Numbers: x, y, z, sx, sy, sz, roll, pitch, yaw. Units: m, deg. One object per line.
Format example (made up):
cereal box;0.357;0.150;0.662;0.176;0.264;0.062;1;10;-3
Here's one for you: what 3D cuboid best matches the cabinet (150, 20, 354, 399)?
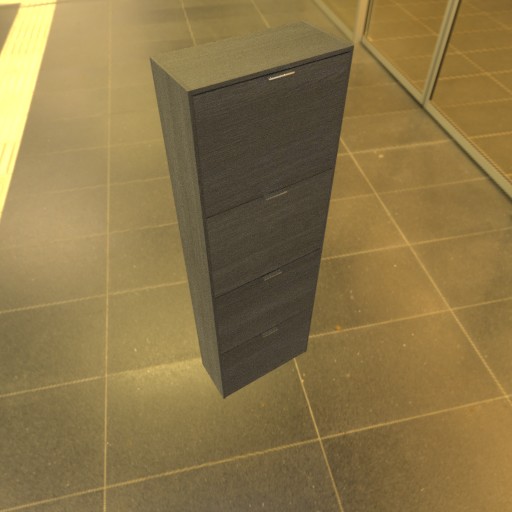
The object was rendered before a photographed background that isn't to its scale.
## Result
cabinet;0.000;0.000;1.809;0.520;1.630;0.255;-24;51;-21
